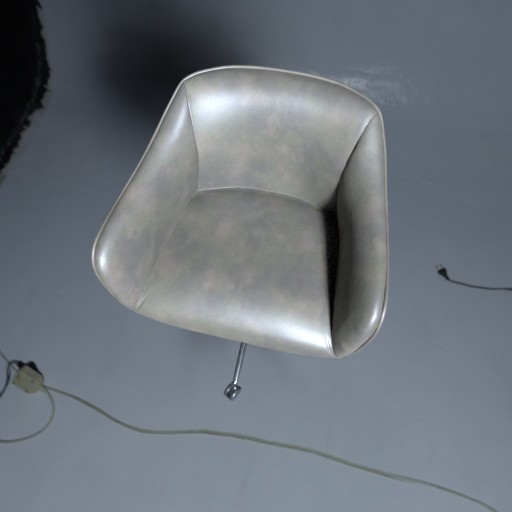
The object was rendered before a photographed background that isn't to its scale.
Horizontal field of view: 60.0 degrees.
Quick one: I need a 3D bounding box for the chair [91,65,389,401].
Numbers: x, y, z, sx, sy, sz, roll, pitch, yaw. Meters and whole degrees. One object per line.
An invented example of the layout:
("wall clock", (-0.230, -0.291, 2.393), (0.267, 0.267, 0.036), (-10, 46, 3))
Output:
("chair", (0.000, 0.000, 1.326), (0.713, 0.827, 0.689), (12, 60, 7))
